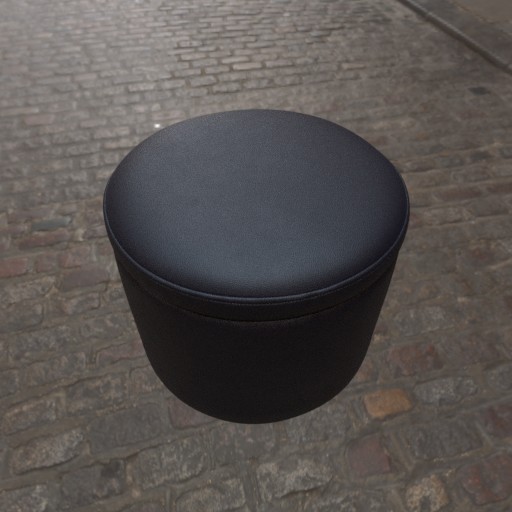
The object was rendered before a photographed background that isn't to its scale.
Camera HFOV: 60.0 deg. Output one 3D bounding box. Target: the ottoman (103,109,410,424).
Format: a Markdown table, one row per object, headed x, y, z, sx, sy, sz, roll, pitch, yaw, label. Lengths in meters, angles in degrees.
| x | y | z | sx | sy | sz | roll | pitch | yaw | label |
| --- | --- | --- | --- | --- | --- | --- | --- | --- | --- |
| 0.000 | 0.000 | 0.856 | 0.501 | 0.409 | 0.501 | 0 | 46 | 0 | ottoman |
